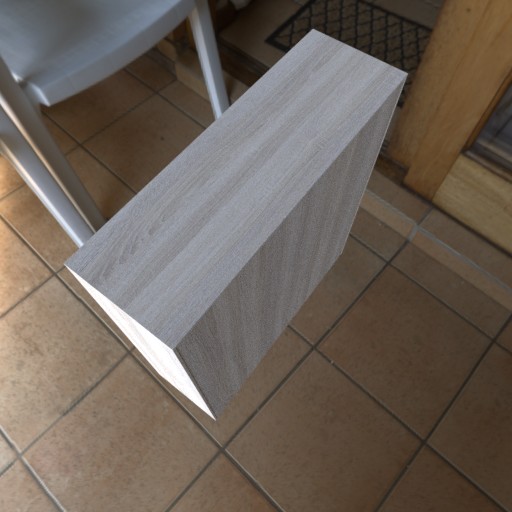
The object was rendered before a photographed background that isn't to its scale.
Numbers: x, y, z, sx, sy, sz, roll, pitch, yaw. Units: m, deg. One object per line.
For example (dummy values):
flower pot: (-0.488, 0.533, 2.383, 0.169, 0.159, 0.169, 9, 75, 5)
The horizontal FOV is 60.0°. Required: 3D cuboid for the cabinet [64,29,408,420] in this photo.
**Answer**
cabinet: (0.000, 0.000, 3.016, 0.620, 2.060, 1.870, 34, 68, 16)
